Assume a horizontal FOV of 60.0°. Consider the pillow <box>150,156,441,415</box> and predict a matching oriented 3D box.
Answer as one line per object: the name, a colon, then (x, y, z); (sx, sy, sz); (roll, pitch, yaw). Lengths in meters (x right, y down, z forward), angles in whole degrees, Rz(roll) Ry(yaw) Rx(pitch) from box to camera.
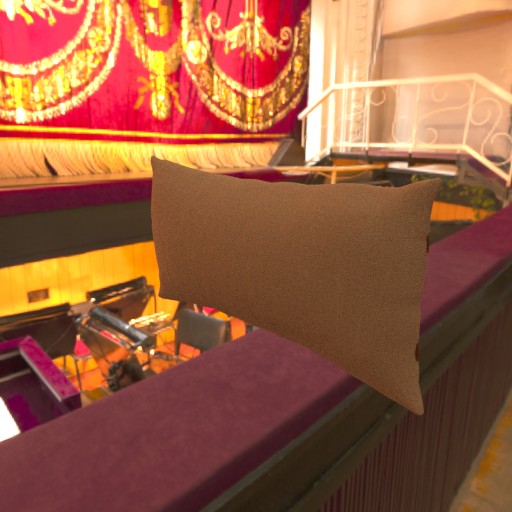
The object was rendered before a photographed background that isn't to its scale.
pillow: (0.000, 0.000, 0.740); (0.148, 0.308, 0.612); (-15, 21, -43)
